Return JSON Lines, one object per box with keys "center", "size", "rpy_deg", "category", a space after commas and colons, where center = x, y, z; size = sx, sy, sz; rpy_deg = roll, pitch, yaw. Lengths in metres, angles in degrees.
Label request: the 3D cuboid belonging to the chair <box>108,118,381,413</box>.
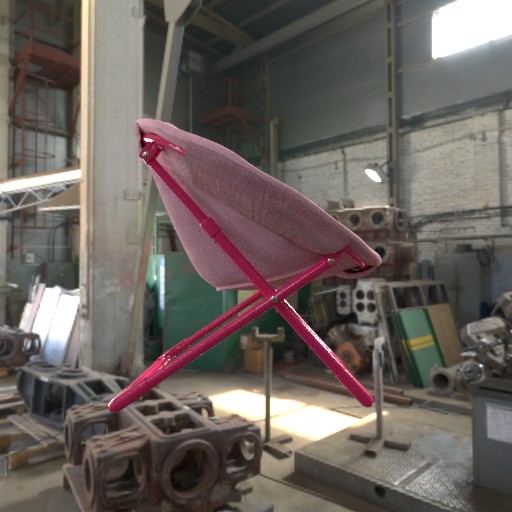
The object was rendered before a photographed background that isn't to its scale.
{"center": [0.000, 0.000, 0.868], "size": [0.459, 0.494, 0.522], "rpy_deg": [0, -1, 0], "category": "chair"}
